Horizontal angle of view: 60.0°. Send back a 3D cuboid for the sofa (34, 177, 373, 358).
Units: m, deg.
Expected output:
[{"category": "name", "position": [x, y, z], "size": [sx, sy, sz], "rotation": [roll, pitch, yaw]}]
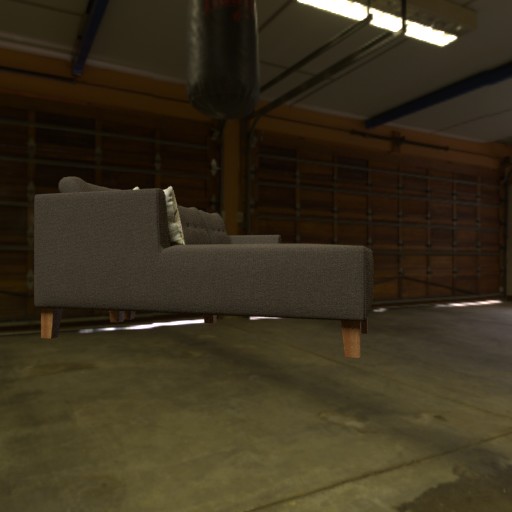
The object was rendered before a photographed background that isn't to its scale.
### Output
[{"category": "sofa", "position": [0.000, 0.000, 3.481], "size": [1.829, 0.932, 2.679], "rotation": [0, 0, 17]}]
